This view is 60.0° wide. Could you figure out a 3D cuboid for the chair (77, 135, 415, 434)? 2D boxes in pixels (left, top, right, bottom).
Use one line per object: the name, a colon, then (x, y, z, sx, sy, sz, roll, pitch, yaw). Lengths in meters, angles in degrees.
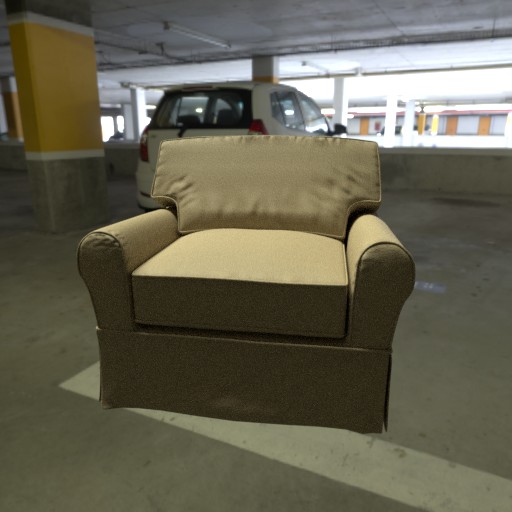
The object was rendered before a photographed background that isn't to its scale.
chair: (0.000, 0.000, 1.792, 1.096, 0.937, 0.903, 3, 16, 9)
